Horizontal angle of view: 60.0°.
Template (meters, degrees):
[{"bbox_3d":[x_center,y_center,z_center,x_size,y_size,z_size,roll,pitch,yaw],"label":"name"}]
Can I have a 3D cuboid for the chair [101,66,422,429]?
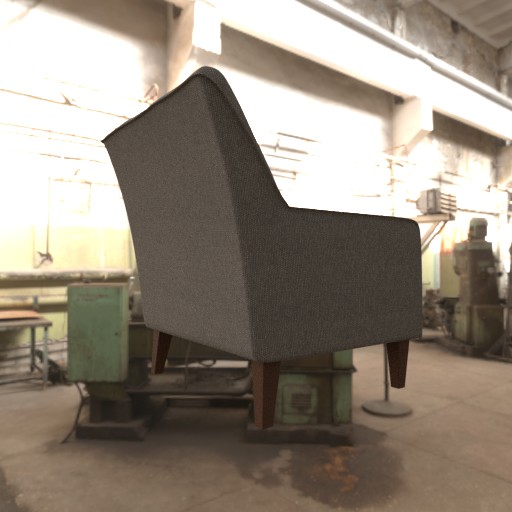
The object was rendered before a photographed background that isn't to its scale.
[{"bbox_3d":[0.000,0.000,1.604,0.899,0.919,0.780,1,-1,-36],"label":"chair"}]
